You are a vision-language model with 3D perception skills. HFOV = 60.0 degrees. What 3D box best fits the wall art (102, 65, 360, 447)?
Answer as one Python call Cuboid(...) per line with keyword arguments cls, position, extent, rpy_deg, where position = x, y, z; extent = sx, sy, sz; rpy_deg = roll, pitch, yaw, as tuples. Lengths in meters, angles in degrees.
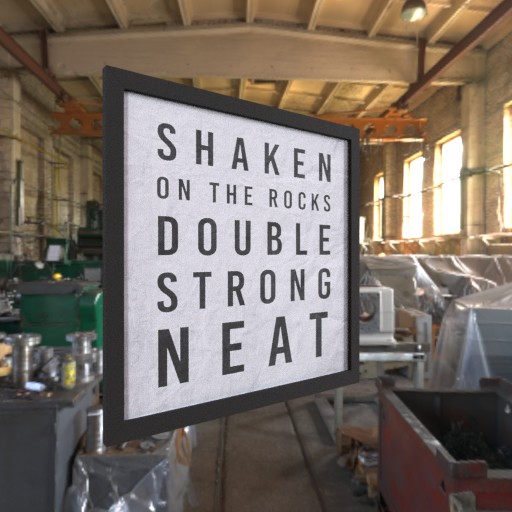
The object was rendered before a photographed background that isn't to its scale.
Cuboid(cls="wall art", position=(0.000, 0.000, 0.671), extent=(0.456, 0.458, 0.013), rpy_deg=(0, 0, -36))
